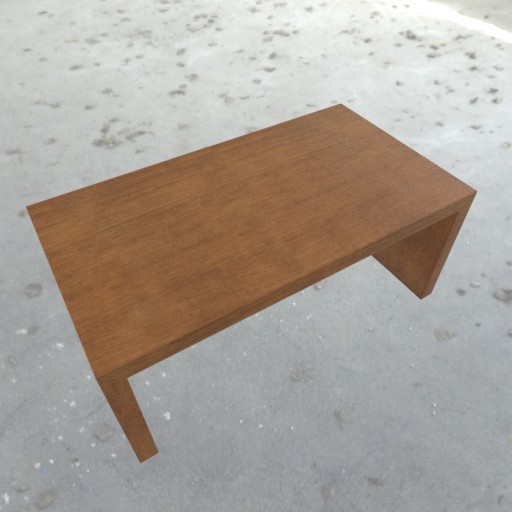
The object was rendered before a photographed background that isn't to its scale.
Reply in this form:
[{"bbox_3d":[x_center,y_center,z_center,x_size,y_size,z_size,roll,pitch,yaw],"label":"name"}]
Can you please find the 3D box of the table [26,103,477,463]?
[{"bbox_3d":[0.000,0.000,1.267,1.000,0.419,0.549,-24,51,-21],"label":"table"}]
